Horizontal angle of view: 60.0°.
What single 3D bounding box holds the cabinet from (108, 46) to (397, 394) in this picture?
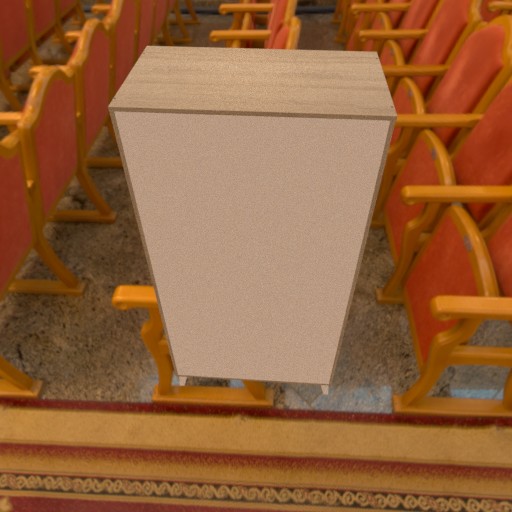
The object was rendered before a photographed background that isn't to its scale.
[{"bbox_3d":[0.000,0.000,2.447,1.006,1.999,0.571,3,45,3],"label":"cabinet"}]
